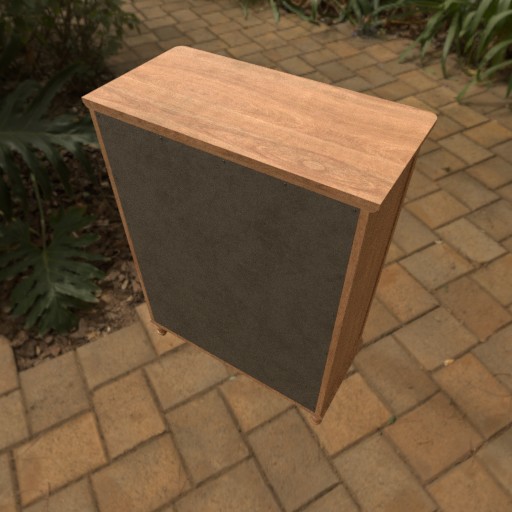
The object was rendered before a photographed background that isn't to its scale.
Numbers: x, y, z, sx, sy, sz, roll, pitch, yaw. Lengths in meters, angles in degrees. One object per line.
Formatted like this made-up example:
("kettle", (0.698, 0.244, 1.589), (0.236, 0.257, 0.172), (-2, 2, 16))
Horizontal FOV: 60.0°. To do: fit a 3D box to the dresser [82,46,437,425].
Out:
("dresser", (0.000, 0.000, 1.814), (0.973, 1.318, 0.484), (24, 51, 21))
